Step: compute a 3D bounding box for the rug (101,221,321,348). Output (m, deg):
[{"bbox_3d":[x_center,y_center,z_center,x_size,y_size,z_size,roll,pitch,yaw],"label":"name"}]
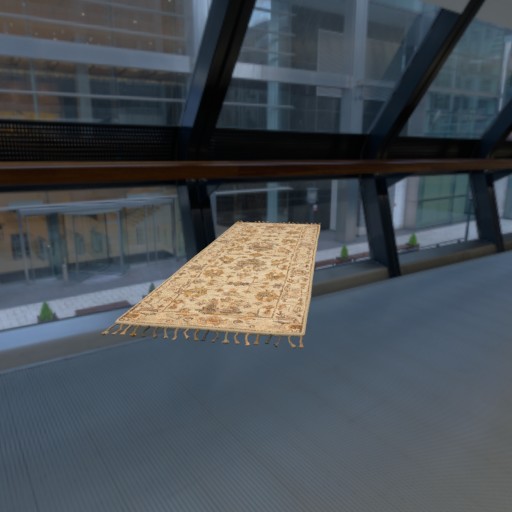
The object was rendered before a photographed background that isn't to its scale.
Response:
[{"bbox_3d":[0.000,0.000,2.689,0.729,0.021,2.438,2,14,9],"label":"rug"}]
